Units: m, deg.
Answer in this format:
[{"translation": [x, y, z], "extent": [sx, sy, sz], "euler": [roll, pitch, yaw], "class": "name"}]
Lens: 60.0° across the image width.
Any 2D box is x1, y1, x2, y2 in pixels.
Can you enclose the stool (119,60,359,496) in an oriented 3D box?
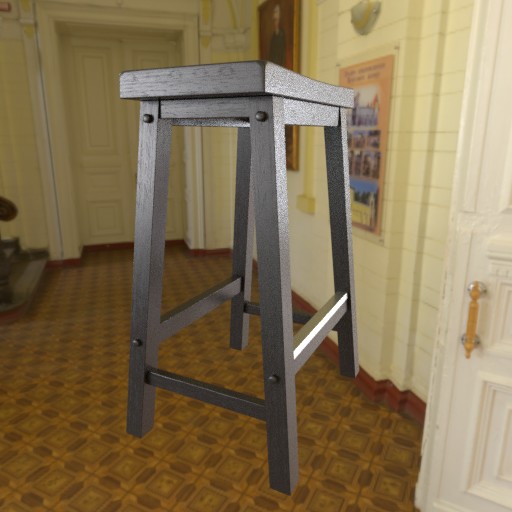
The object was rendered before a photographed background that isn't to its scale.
[{"translation": [0.000, 0.000, 0.827], "extent": [0.322, 0.610, 0.406], "euler": [8, 17, 26], "class": "stool"}]
